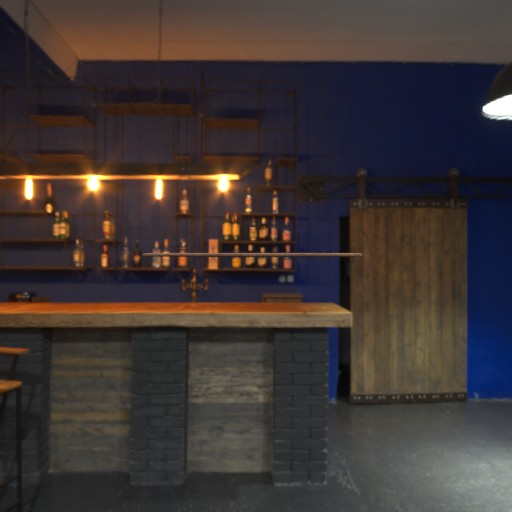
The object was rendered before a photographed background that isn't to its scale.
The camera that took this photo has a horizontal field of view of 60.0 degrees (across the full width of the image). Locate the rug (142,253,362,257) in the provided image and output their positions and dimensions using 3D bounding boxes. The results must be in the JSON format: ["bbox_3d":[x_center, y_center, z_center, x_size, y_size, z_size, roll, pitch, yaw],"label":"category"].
[{"bbox_3d":[0.000,0.000,2.751,0.769,0.012,2.448,0,0,1],"label":"rug"}]
